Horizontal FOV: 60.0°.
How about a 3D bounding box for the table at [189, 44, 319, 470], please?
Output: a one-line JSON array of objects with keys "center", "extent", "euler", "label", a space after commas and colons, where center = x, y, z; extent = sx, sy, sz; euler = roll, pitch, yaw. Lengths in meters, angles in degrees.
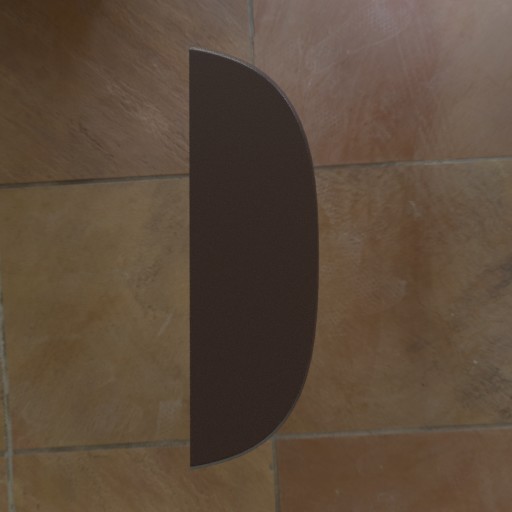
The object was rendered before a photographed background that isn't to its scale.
[{"center": [0.000, 0.000, 1.345], "extent": [0.274, 0.831, 0.909], "euler": [0, 91, 0], "label": "table"}]
